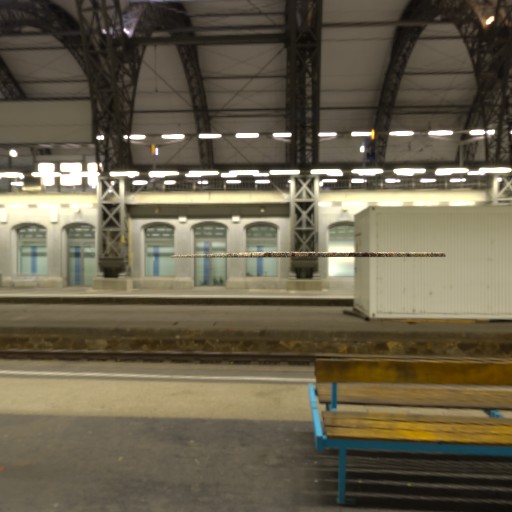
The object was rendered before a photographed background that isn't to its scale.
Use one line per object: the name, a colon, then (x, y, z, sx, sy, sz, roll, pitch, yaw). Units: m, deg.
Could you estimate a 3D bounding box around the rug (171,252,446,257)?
rug: (0.000, 0.000, 2.557, 0.688, 0.015, 2.292, 0, 0, -18)
